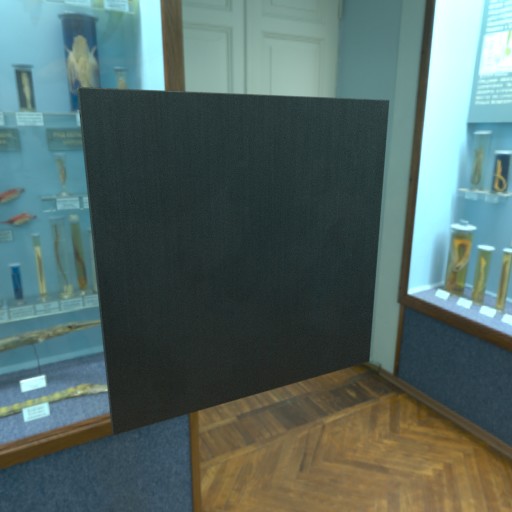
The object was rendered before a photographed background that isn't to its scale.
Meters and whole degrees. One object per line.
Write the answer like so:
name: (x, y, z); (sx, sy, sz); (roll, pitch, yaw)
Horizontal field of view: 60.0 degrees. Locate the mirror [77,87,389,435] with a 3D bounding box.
mirror: (0.000, 0.000, 0.556); (0.382, 0.381, 0.020); (-8, 17, -26)
